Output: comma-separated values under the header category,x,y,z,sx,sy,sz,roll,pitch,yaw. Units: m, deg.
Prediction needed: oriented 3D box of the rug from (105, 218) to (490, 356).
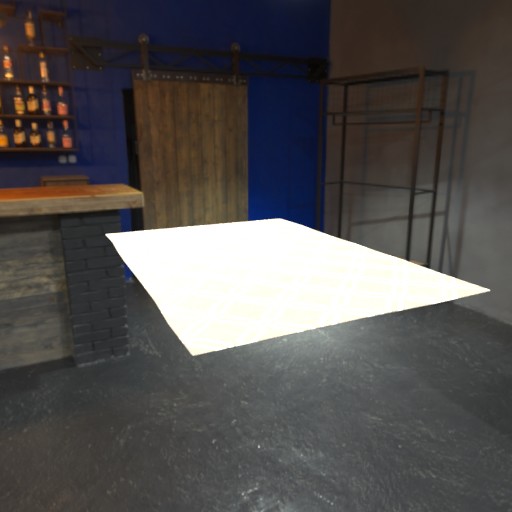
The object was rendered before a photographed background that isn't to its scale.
category,x,y,z,sx,sy,sz,roll,pitch,yaw
rug,0.000,0.000,2.756,1.524,0.013,2.135,-7,17,-25
